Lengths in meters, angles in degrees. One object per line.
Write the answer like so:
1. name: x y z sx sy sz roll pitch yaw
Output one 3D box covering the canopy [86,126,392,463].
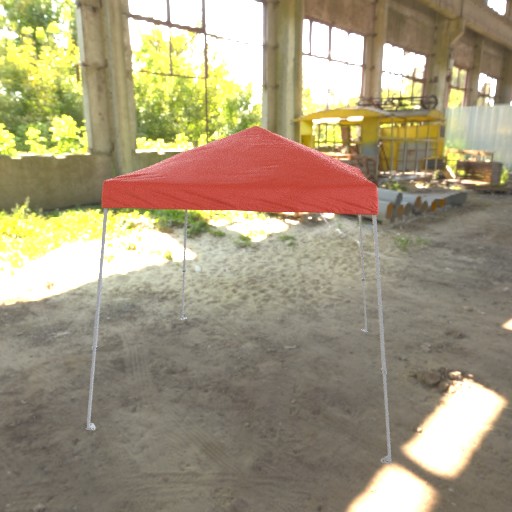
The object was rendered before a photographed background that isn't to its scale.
1. canopy: 0.000 0.000 5.051 2.850 2.850 2.849 2 15 9
